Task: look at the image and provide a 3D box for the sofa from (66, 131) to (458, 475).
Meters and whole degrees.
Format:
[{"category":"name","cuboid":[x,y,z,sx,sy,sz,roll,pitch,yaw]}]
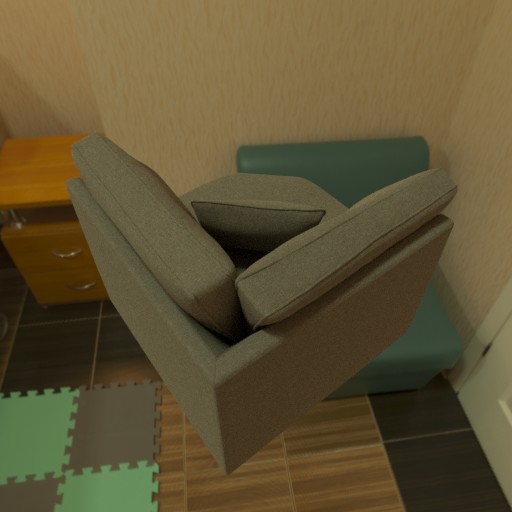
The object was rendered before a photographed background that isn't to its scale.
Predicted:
[{"category":"sofa","cuboid":[0.000,0.000,1.824,1.050,0.951,1.042,-28,52,-25]}]
